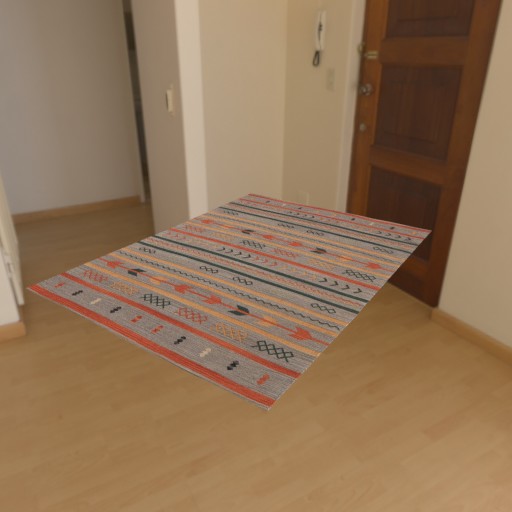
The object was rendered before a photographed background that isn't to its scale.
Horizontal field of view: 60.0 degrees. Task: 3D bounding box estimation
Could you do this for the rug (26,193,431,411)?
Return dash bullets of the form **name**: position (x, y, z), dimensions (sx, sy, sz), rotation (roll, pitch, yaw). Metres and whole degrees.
- **rug**: position (0.000, 0.000, 3.969), dimensions (2.263, 0.022, 3.029), rotation (16, 30, 31)
